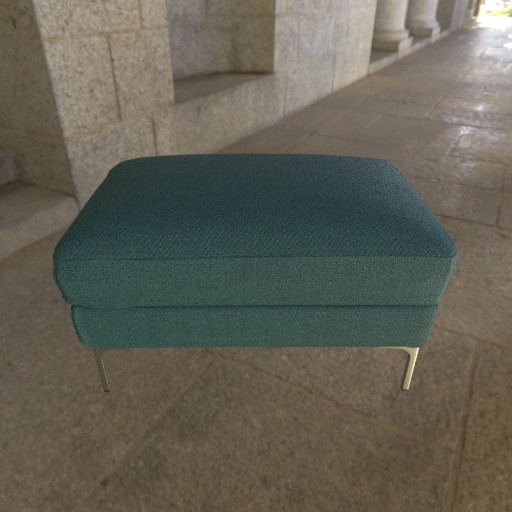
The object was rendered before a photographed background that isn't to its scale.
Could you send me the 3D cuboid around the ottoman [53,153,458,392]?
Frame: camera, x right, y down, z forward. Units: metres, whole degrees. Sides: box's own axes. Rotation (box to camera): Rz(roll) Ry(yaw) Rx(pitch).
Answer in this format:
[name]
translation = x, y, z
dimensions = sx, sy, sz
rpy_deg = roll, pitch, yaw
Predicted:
[ottoman]
translation = 0.000, 0.000, 1.208
dimensions = 0.856, 0.498, 0.563
rpy_deg = 0, 32, 0
